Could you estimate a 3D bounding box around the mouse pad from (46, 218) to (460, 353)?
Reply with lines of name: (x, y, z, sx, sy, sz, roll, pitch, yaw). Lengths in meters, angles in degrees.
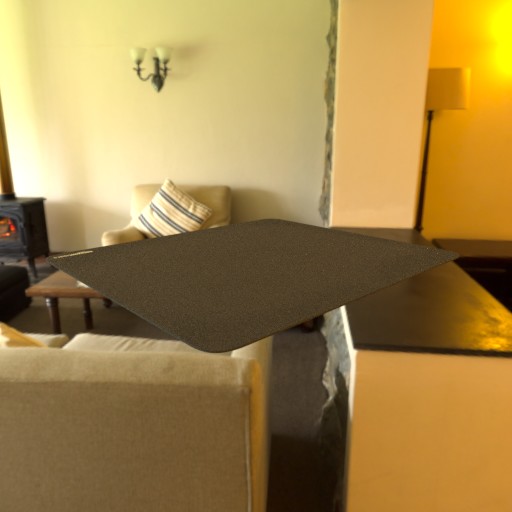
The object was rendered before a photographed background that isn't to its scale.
mouse pad: (0.000, 0.000, 0.622, 0.451, 0.002, 0.393, -14, 20, -41)
